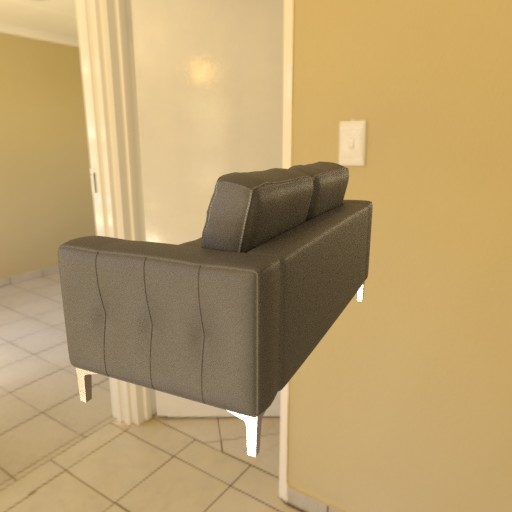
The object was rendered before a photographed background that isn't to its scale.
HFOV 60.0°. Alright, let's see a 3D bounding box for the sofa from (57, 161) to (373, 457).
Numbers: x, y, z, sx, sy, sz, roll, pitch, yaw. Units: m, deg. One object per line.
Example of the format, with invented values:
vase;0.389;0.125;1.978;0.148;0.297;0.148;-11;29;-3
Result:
sofa;0.000;0.000;2.214;0.833;0.892;1.726;7;16;24
